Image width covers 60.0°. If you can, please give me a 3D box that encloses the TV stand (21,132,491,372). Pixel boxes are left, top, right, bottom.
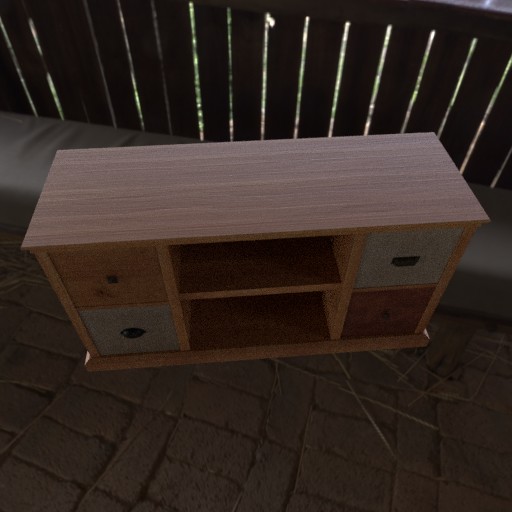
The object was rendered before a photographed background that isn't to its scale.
[{"bbox_3d":[0.000,0.000,1.460,1.181,0.607,0.417,-4,48,-3],"label":"TV stand"}]
